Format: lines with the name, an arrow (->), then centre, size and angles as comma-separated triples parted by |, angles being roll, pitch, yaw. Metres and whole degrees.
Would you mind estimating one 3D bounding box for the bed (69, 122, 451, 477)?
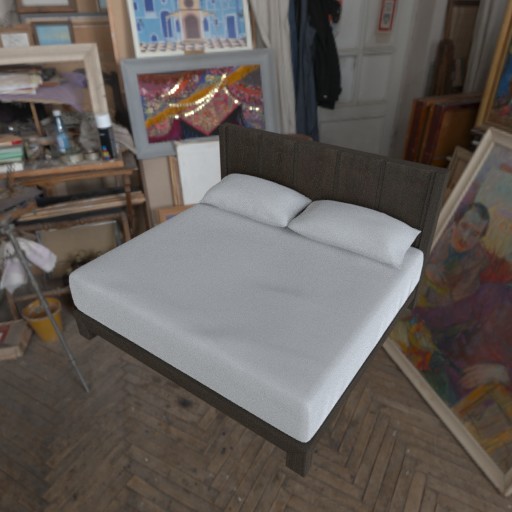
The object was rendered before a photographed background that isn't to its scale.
bed -> 0.000, 0.000, 3.475 | 2.134, 1.270, 2.012 | 21, 38, 29
